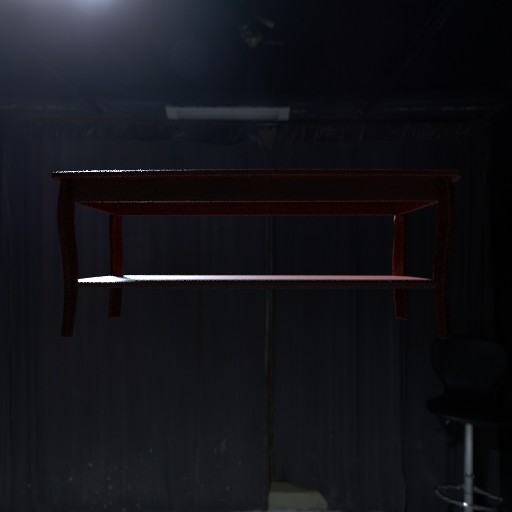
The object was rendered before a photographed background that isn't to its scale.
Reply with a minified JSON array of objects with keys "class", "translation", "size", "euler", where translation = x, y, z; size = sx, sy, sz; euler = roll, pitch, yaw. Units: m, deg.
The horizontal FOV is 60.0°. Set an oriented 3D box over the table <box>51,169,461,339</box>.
[{"class":"table","translation":[0.000,0.000,1.495],"size":[1.216,0.473,0.561],"euler":[0,0,1]}]
